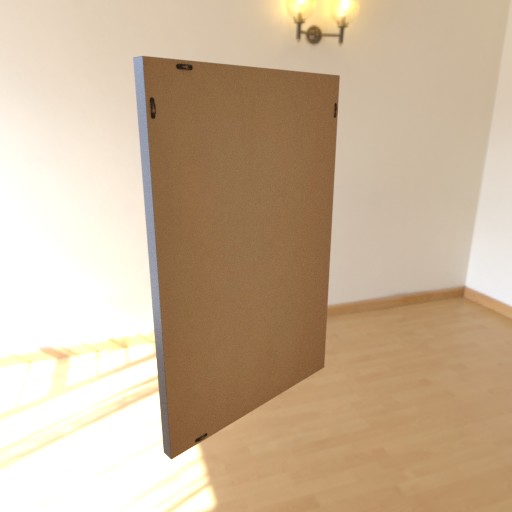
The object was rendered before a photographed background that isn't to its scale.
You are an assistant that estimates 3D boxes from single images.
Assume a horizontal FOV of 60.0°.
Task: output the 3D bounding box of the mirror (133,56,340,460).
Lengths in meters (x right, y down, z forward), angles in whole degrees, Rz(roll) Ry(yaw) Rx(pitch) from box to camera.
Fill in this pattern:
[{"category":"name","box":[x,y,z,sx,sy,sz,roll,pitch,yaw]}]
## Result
[{"category":"mirror","box":[0.000,0.000,1.167,0.609,0.915,0.040,-16,24,-41]}]
